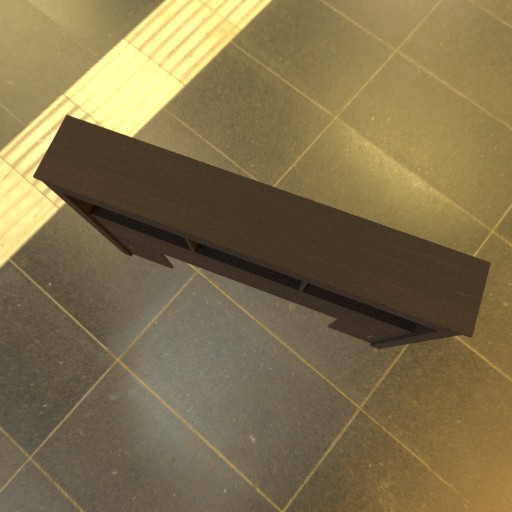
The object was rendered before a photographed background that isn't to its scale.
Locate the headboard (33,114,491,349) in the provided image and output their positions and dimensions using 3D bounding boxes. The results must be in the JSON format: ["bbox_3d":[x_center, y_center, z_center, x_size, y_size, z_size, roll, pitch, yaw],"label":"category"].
[{"bbox_3d":[0.000,0.000,2.136,1.671,1.092,0.279,20,76,5],"label":"headboard"}]
